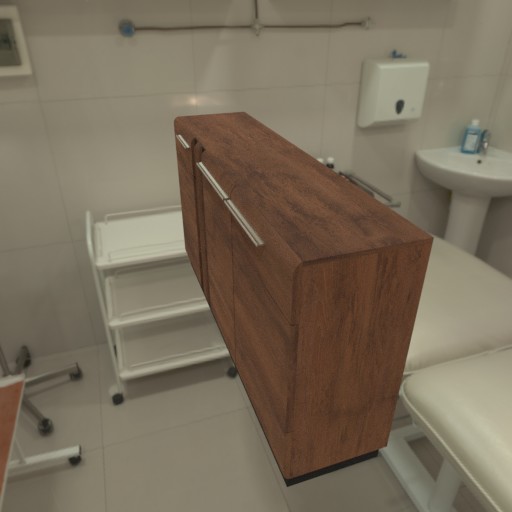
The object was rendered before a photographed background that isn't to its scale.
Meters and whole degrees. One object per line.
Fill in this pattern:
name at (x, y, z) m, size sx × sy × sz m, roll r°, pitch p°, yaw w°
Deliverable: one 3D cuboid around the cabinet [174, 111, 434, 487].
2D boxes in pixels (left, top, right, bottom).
cabinet at (0.000, 0.000, 1.969) m, size 0.420 × 0.900 × 1.600 m, roll -10°, pitch 31°, yaw -17°
